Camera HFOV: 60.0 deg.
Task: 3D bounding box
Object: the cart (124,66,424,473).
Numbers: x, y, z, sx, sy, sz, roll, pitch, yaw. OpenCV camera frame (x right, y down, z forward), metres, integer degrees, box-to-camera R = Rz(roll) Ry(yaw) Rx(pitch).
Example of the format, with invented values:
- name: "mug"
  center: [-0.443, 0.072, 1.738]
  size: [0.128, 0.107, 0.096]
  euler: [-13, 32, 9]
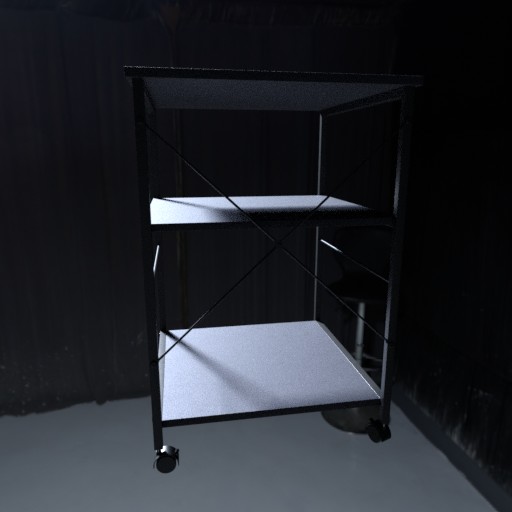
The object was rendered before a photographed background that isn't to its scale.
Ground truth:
- name: "cart"
  center: [0.000, 0.000, 1.087]
  size: [0.521, 0.762, 0.520]
  euler: [-2, 13, -10]
